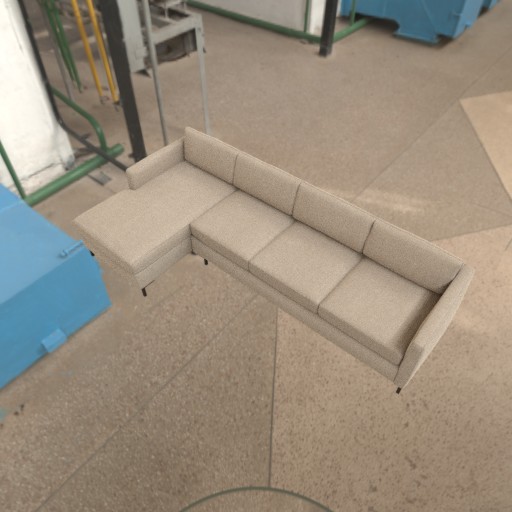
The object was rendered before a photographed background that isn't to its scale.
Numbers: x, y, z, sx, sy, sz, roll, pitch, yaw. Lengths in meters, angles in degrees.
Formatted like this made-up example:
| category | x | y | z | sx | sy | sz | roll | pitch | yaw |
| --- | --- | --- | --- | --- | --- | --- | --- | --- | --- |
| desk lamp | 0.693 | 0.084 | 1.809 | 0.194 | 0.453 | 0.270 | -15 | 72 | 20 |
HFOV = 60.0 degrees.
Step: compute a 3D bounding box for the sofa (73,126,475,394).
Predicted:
| category | x | y | z | sx | sy | sz | roll | pitch | yaw |
| --- | --- | --- | --- | --- | --- | --- | --- | --- | --- |
| sofa | 0.000 | 0.000 | 3.556 | 2.923 | 0.816 | 1.469 | 31 | 54 | 26 |
